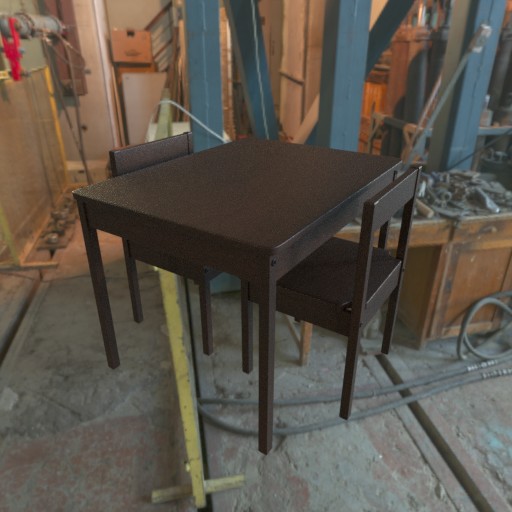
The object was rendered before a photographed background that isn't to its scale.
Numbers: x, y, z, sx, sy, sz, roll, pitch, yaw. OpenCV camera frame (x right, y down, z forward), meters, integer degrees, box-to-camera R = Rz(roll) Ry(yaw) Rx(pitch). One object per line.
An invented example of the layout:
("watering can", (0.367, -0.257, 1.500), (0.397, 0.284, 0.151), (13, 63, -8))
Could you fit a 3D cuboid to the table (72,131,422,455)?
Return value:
("table", (0.000, 0.000, 1.127), (0.672, 0.503, 0.650), (17, 31, 30))
